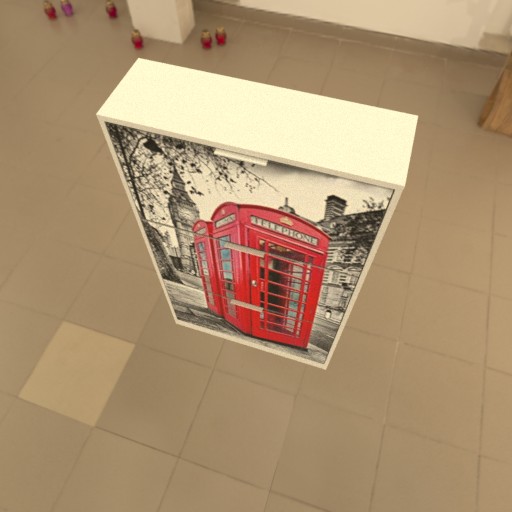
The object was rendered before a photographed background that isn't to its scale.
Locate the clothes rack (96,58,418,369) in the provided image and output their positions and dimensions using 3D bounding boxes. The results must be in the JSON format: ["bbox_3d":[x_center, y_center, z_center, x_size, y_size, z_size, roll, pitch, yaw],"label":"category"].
[{"bbox_3d":[0.000,0.000,1.621,0.750,1.280,0.250,15,59,9],"label":"clothes rack"}]
